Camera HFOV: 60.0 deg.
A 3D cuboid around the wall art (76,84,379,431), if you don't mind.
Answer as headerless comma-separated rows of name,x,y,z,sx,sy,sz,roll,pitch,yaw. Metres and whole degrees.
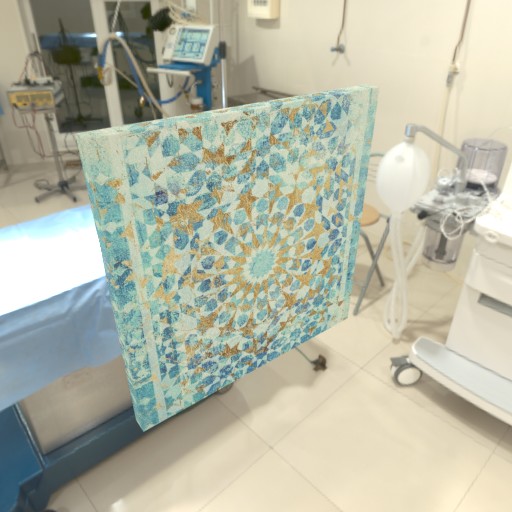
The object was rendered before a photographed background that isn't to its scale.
wall art,0.000,0.000,0.926,0.609,0.609,0.040,-21,37,-31
